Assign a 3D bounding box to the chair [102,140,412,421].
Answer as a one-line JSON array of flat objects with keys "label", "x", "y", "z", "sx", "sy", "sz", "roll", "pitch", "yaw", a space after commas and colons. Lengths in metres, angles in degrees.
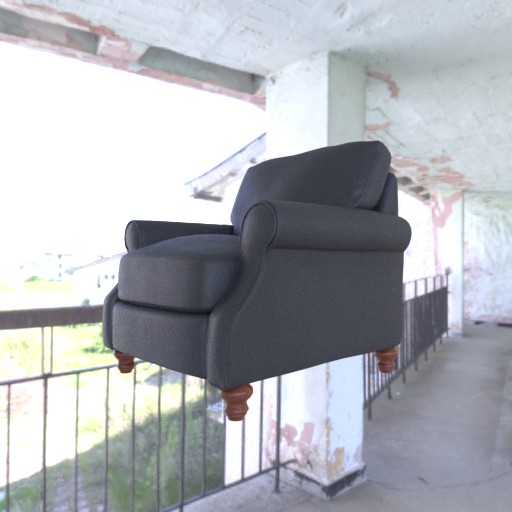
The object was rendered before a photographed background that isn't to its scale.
[{"label": "chair", "x": 0.000, "y": 0.000, "z": 1.830, "sx": 1.027, "sy": 0.960, "sz": 1.015, "roll": 0, "pitch": 0, "yaw": -37}]
